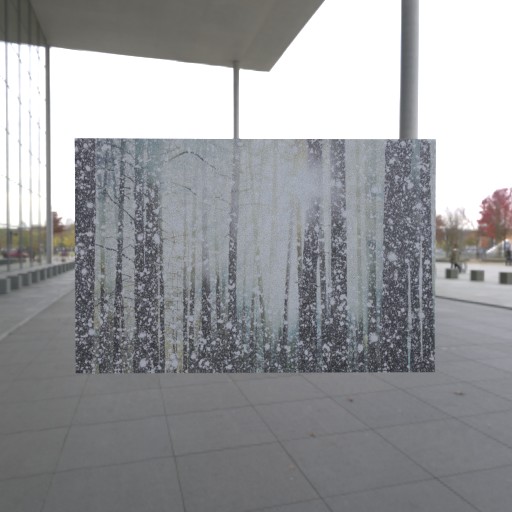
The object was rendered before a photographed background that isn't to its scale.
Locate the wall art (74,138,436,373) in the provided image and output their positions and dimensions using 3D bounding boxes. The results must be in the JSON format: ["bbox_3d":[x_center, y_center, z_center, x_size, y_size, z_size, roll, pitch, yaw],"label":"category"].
[{"bbox_3d":[0.000,0.000,1.148,0.919,0.598,0.038,0,1,-1],"label":"wall art"}]
